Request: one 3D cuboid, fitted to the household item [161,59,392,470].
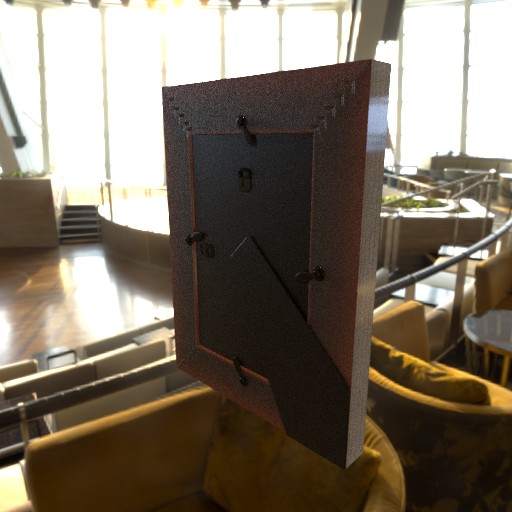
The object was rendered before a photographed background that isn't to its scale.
[{"bbox_3d":[0.000,0.000,0.287,0.165,0.216,0.025,14,21,43],"label":"household item"}]
